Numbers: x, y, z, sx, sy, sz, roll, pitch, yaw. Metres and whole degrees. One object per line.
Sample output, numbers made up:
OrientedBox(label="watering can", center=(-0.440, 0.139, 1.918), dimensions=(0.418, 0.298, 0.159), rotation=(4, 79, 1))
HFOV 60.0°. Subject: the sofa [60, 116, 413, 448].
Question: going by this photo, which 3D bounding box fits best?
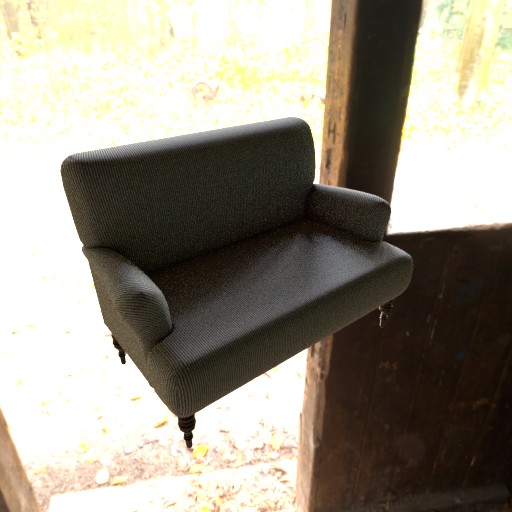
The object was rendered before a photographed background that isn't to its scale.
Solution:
OrientedBox(label="sofa", center=(0.000, 0.000, 1.835), dimensions=(1.297, 0.889, 0.779), rotation=(-21, 35, -34))
